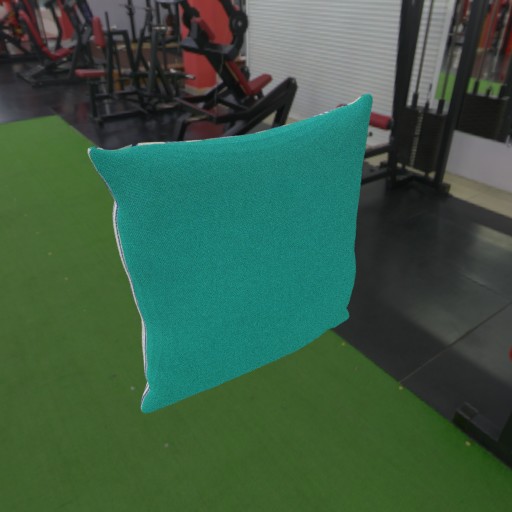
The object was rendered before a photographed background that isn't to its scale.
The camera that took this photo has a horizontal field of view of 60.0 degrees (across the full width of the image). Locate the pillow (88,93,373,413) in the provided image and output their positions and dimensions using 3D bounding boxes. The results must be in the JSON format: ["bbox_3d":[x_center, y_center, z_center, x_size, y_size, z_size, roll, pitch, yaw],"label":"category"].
[{"bbox_3d":[0.000,0.000,0.693,0.440,0.441,0.182,-19,37,-28],"label":"pillow"}]
